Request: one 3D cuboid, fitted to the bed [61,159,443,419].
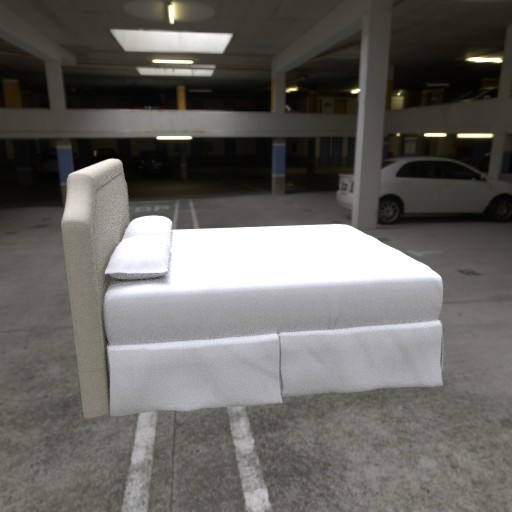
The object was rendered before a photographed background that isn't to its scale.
[{"bbox_3d":[0.000,0.000,3.115,2.116,1.290,1.693,-3,16,-9],"label":"bed"}]
